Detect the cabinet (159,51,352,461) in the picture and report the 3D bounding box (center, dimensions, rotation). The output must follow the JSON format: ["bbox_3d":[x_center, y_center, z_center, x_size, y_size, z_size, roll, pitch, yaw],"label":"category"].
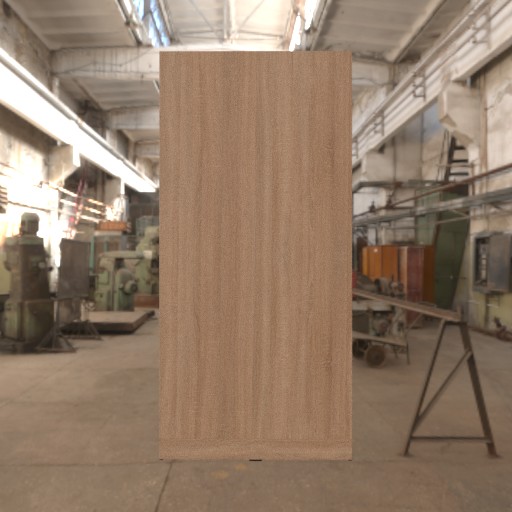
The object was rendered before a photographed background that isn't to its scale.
[{"bbox_3d":[0.000,0.000,2.588,1.001,2.121,0.590,0,0,0],"label":"cabinet"}]
